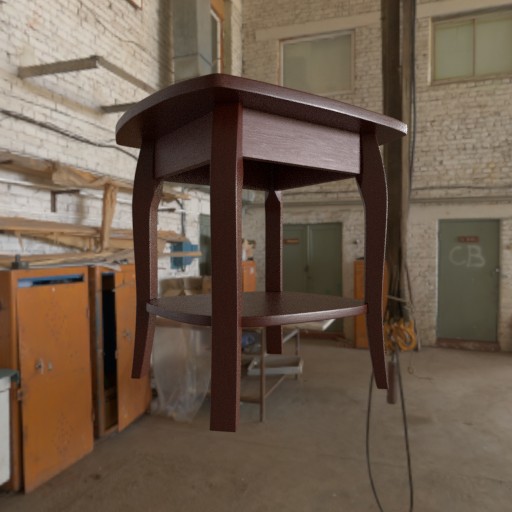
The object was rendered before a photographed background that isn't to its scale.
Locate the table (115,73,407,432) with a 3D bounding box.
[{"bbox_3d":[0.000,0.000,0.876,0.502,0.496,0.433,0,1,-35],"label":"table"}]
